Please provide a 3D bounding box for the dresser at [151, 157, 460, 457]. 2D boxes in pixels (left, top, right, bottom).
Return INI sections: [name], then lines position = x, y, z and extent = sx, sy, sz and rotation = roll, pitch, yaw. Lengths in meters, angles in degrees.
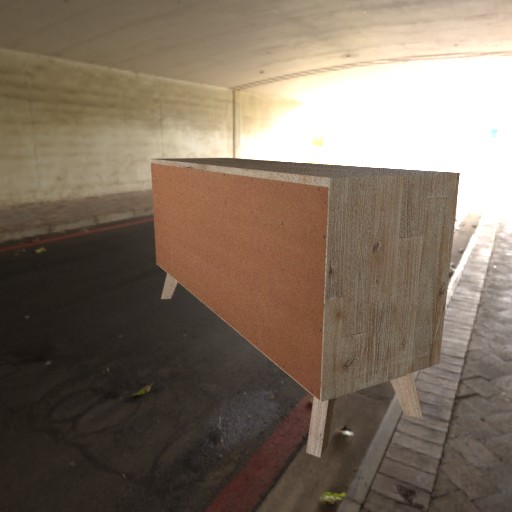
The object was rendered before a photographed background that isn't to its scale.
[dresser]
position = 0.000, 0.000, 1.925
extent = 0.455, 0.788, 1.602
rotation = -7, 16, -27
